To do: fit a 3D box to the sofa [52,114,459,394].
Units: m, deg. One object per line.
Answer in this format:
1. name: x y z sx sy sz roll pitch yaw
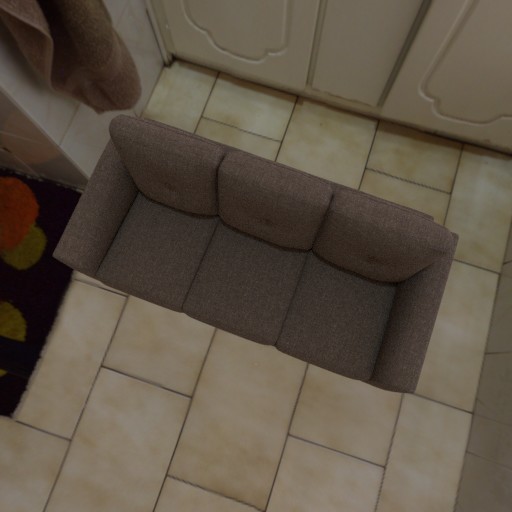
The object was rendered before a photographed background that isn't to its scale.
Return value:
1. sofa: 0.000 0.000 2.350 1.847 0.891 0.837 20 77 5
